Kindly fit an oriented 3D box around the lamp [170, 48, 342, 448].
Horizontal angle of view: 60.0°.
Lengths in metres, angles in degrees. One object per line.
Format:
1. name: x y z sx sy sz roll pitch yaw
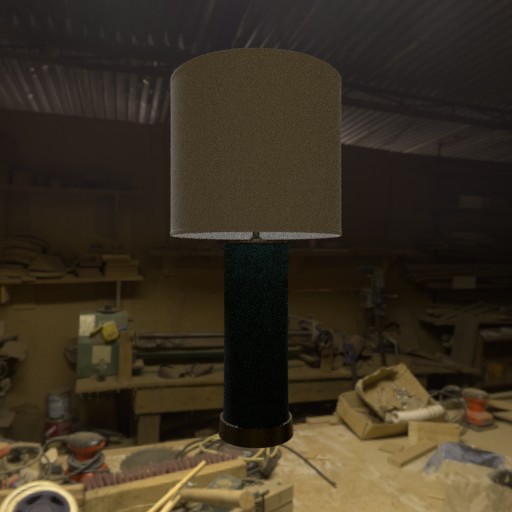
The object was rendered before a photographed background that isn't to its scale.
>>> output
1. lamp: 0.000 0.000 0.792 0.301 0.630 0.301 0 0 -18
